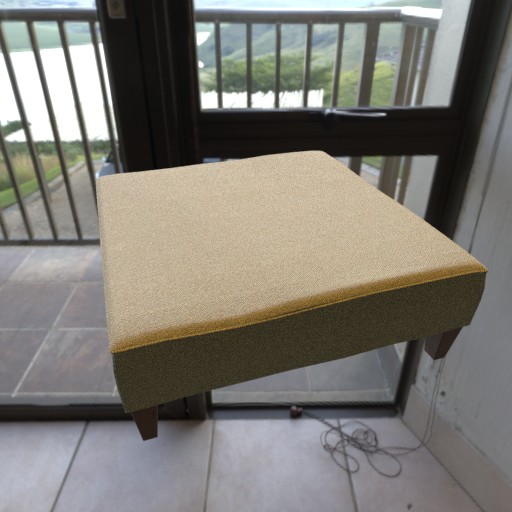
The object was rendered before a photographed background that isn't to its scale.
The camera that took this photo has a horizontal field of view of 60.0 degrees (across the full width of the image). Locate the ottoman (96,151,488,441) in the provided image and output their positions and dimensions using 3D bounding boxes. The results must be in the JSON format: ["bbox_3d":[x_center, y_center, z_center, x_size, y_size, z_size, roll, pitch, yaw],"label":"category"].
[{"bbox_3d":[0.000,0.000,1.505,0.968,0.379,1.004,-10,33,-16],"label":"ottoman"}]
